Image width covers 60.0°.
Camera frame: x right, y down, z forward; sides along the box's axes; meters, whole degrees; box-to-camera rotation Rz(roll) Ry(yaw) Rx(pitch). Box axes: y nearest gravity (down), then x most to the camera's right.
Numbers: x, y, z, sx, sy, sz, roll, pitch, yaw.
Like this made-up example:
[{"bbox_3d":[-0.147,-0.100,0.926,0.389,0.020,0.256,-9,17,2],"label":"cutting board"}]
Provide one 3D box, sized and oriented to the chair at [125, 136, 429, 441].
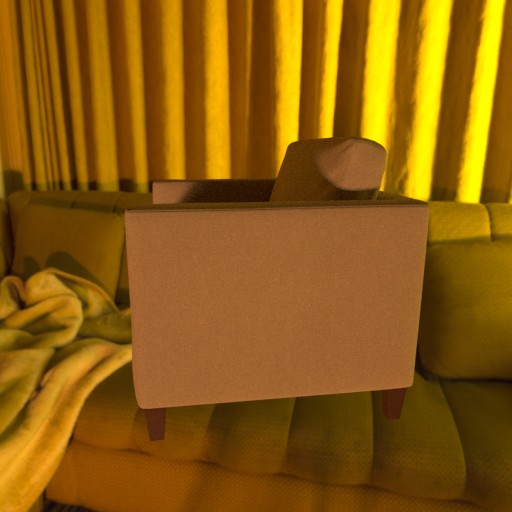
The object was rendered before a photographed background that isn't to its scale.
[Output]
[{"bbox_3d":[0.000,0.000,1.866,0.959,0.961,1.107,-2,14,-8],"label":"chair"}]
